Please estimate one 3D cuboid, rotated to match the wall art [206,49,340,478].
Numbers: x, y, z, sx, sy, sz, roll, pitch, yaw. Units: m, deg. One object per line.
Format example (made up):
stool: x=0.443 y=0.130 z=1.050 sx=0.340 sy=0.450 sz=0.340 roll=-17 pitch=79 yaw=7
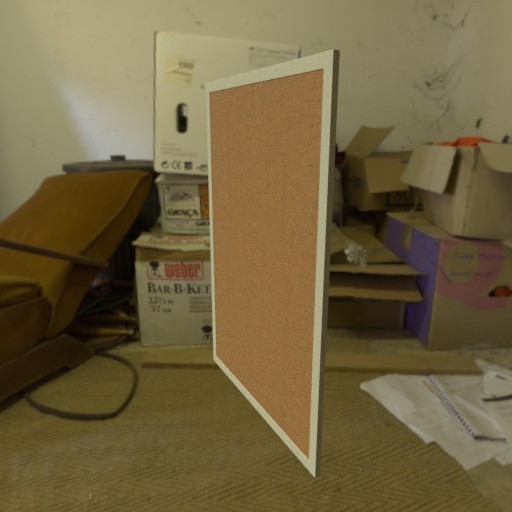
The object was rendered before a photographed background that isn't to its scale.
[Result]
wall art: x=0.000 y=0.000 z=1.242 sx=0.015 sy=0.965 sz=0.660 roll=-8 pitch=17 yaw=-26
